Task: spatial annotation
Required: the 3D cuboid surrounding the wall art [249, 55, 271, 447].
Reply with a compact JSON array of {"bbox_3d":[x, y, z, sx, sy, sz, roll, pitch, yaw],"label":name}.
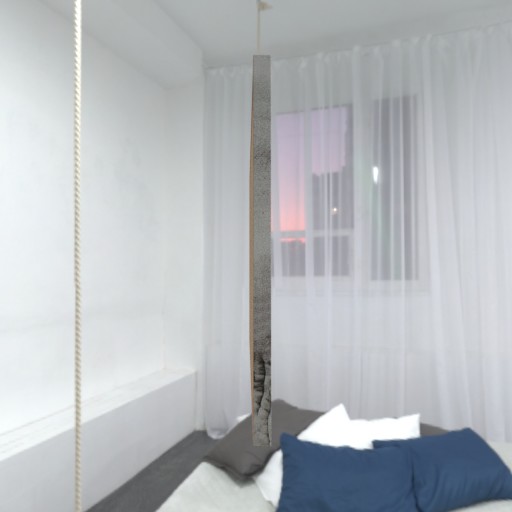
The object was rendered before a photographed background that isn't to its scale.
[{"bbox_3d":[0.000,0.000,1.427,0.035,0.758,1.141,0,-1,-1],"label":"wall art"}]
